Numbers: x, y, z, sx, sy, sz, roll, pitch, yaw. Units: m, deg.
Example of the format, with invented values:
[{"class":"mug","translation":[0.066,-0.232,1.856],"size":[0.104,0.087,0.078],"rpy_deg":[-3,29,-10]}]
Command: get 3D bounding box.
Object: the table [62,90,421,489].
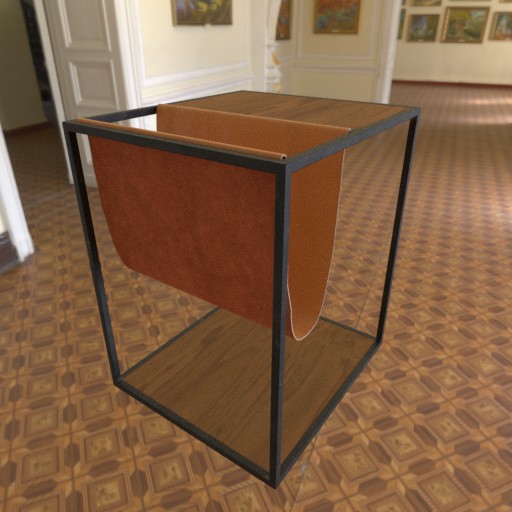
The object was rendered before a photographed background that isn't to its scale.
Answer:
[{"class":"table","translation":[0.000,0.000,0.849],"size":[0.399,0.536,0.450],"rpy_deg":[18,33,31]}]
